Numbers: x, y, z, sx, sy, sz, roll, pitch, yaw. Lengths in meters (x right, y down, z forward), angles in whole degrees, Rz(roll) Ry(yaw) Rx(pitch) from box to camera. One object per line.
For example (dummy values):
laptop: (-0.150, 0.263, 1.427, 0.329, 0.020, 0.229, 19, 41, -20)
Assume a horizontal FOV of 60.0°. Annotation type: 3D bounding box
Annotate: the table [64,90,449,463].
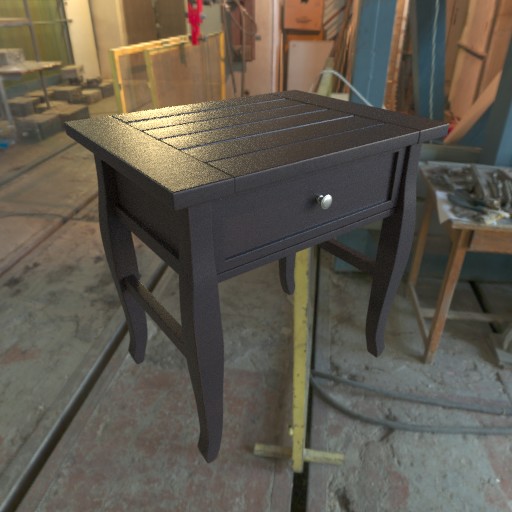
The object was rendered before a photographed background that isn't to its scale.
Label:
table: (0.000, 0.000, 1.020, 0.602, 0.605, 0.460, -20, 36, -31)
